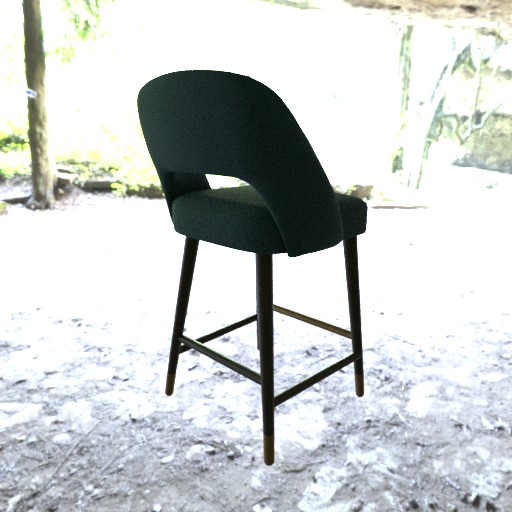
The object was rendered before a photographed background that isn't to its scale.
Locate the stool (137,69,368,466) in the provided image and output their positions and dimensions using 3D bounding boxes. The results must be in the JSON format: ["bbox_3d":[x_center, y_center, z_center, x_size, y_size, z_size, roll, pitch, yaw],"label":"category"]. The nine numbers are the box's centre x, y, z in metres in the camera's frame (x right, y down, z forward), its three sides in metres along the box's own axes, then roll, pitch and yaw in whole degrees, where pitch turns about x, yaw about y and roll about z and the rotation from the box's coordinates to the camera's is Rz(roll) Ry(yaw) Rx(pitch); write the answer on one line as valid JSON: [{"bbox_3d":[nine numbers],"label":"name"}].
[{"bbox_3d":[0.000,0.000,1.260,0.536,0.939,0.522,15,22,43],"label":"stool"}]
